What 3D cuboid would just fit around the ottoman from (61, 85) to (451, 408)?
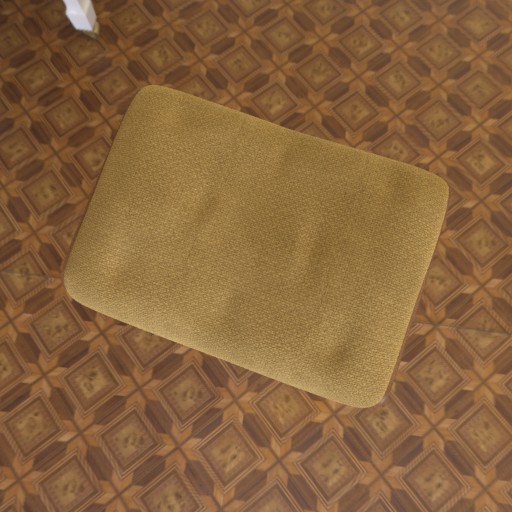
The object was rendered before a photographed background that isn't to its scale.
[{"bbox_3d":[0.000,0.000,0.813,0.520,0.391,0.394,19,75,5],"label":"ottoman"}]
